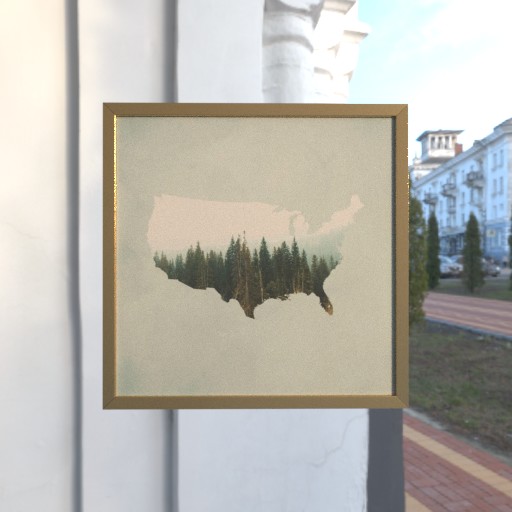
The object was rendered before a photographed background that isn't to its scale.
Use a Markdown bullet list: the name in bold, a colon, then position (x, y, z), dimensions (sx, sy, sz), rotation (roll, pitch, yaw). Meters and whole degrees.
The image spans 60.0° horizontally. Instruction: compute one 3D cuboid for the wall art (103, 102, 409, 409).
- **wall art**: position (0.000, 0.000, 0.460), dimensions (0.304, 0.304, 0.038), rotation (0, 0, -1)
